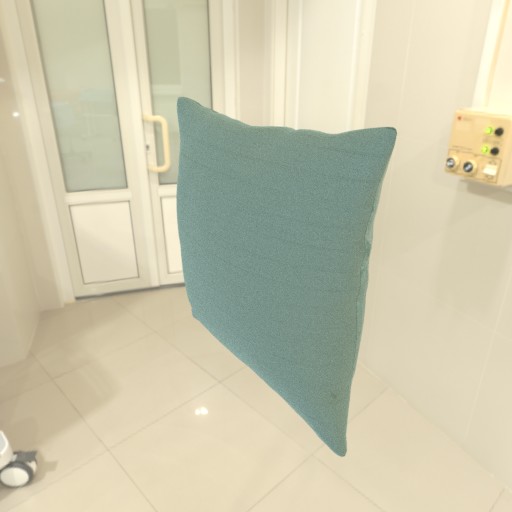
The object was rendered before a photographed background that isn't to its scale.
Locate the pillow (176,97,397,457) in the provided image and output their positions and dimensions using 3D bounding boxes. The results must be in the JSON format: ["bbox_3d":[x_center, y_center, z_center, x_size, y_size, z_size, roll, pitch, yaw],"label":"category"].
[{"bbox_3d":[0.000,0.000,0.721,0.175,0.464,0.470,-17,30,-32],"label":"pillow"}]
